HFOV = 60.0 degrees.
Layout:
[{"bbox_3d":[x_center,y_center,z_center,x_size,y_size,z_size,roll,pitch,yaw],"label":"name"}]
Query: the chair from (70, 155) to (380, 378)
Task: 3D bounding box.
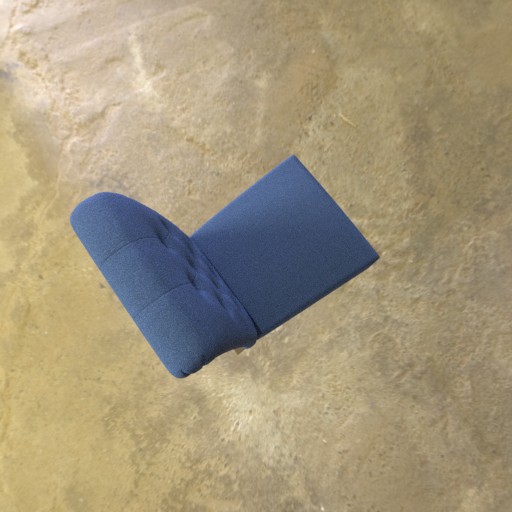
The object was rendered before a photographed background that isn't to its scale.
[{"bbox_3d":[0.000,0.000,1.353,0.671,1.006,0.456,-36,78,-9],"label":"chair"}]
